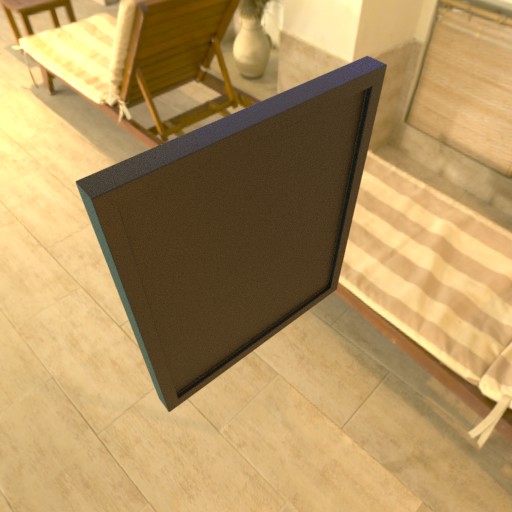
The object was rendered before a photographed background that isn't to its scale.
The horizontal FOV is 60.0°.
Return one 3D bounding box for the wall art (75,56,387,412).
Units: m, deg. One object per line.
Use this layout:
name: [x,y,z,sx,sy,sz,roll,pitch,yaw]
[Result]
wall art: [0.000,0.000,0.535,0.328,0.381,0.028,-32,56,-25]
